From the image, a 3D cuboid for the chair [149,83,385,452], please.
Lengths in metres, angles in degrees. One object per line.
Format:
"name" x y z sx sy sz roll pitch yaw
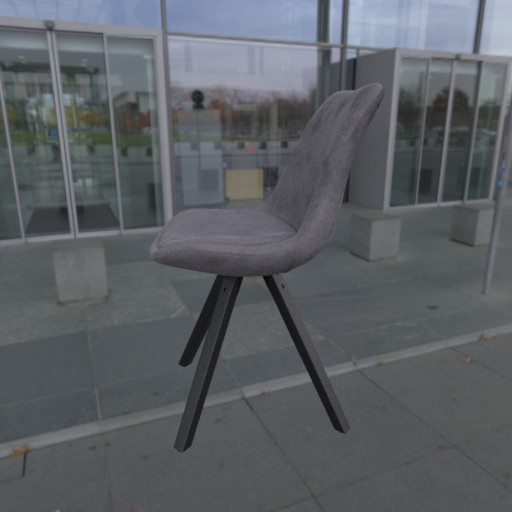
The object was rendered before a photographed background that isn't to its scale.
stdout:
"chair" 0.000 0.000 1.185 0.550 0.850 0.485 -2 16 -8
